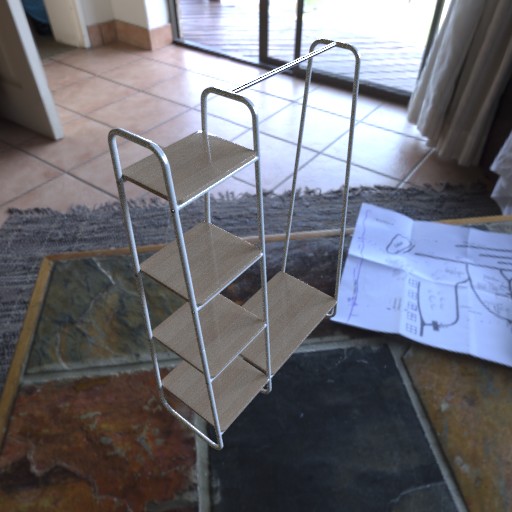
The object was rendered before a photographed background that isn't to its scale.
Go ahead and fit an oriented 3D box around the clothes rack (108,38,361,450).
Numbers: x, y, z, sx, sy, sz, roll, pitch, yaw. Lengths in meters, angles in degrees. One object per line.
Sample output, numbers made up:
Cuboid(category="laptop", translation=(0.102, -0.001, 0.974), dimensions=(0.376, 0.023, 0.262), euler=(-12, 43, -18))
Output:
Cuboid(category="clothes rack", translation=(0.000, 0.000, 1.897), dimensions=(0.400, 1.500, 1.011), euler=(28, 48, 28))
